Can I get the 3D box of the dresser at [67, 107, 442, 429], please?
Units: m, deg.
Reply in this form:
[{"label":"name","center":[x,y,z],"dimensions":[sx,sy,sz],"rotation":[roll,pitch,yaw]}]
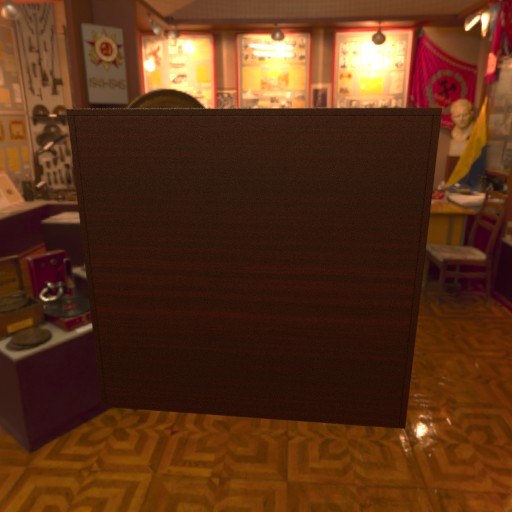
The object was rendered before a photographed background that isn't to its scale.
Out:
[{"label":"dresser","center":[0.000,0.000,1.153],"dimensions":[0.750,0.720,0.360],"rotation":[2,17,6]}]
